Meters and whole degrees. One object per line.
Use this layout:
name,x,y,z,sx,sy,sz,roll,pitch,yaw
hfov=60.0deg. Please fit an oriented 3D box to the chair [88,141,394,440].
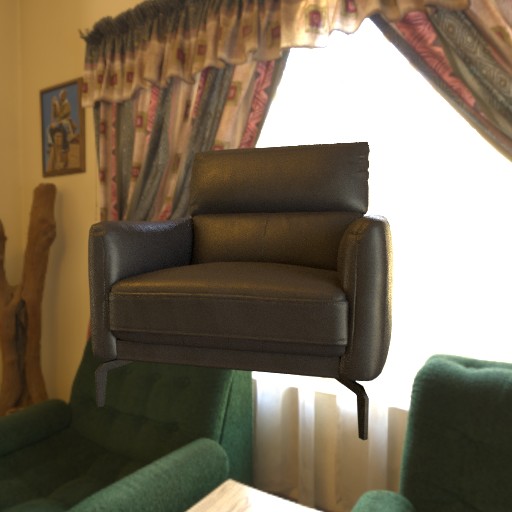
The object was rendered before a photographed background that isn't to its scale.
chair,0.000,0.000,1.643,0.976,0.949,0.809,1,2,17
